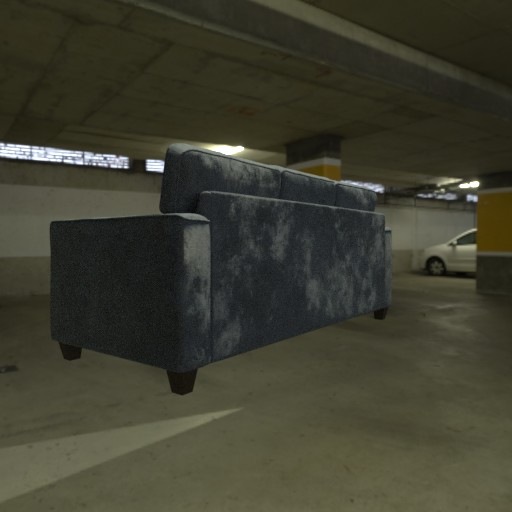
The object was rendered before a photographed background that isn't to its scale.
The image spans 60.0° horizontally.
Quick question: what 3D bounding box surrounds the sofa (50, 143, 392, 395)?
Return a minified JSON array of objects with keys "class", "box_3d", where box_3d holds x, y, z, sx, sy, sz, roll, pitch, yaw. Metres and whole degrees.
[{"class":"sofa","box_3d":[0.000,0.000,2.688,0.939,0.965,2.133,1,2,37]}]
